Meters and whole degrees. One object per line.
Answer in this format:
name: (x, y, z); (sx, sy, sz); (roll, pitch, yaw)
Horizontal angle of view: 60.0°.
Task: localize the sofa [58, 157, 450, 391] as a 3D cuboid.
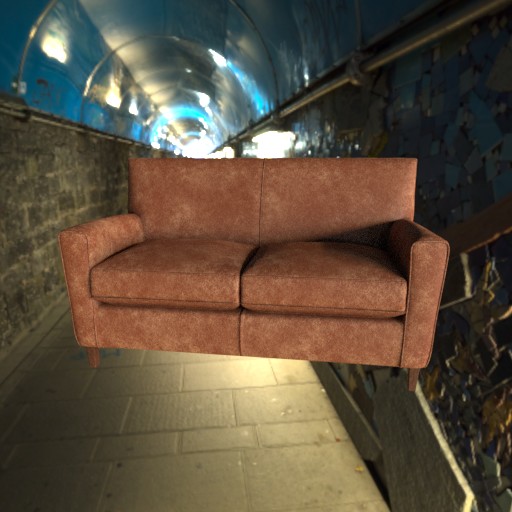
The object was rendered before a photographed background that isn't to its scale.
sofa: (0.000, 0.000, 2.013); (1.473, 0.871, 0.787); (2, 13, 8)
